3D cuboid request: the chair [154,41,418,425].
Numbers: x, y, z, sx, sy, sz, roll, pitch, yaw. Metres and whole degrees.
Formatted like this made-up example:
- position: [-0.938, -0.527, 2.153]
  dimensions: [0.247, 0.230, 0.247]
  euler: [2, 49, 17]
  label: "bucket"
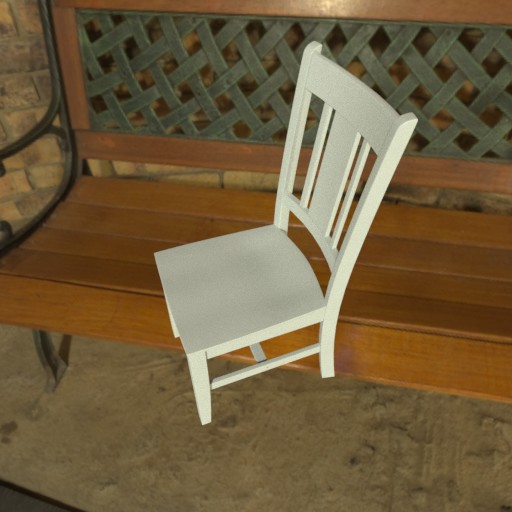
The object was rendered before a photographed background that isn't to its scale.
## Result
- position: [0.000, 0.000, 1.304]
  dimensions: [0.555, 0.998, 0.450]
  euler: [-15, 47, -15]
  label: "chair"
